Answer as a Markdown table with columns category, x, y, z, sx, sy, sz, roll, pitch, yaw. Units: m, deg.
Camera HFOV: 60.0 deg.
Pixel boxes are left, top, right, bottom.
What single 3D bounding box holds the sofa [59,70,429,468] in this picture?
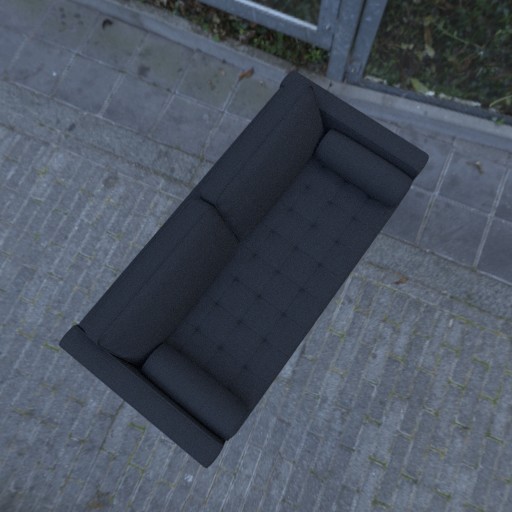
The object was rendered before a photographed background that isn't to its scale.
| category | x | y | z | sx | sy | sz | roll | pitch | yaw |
| --- | --- | --- | --- | --- | --- | --- | --- | --- | --- |
| sofa | 0.000 | 0.000 | 2.352 | 0.914 | 0.759 | 1.875 | 36 | 78 | 9 |
